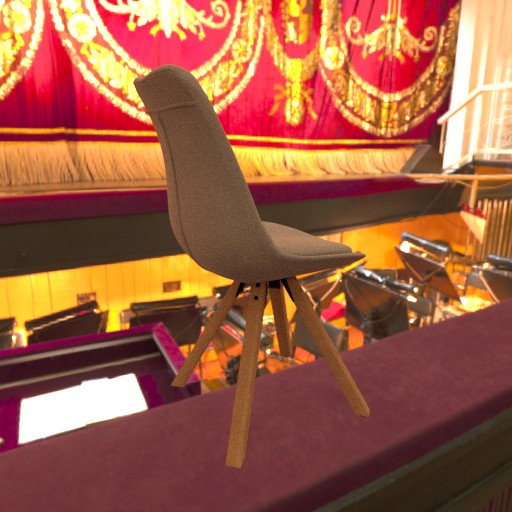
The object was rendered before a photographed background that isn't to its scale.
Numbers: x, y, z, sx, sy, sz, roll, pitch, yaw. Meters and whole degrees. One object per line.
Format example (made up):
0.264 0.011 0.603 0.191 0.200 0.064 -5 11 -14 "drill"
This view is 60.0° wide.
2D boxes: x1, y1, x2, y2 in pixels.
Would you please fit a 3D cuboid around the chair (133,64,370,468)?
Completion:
0.000 0.000 1.159 0.549 0.863 0.474 -8 17 -27 "chair"
